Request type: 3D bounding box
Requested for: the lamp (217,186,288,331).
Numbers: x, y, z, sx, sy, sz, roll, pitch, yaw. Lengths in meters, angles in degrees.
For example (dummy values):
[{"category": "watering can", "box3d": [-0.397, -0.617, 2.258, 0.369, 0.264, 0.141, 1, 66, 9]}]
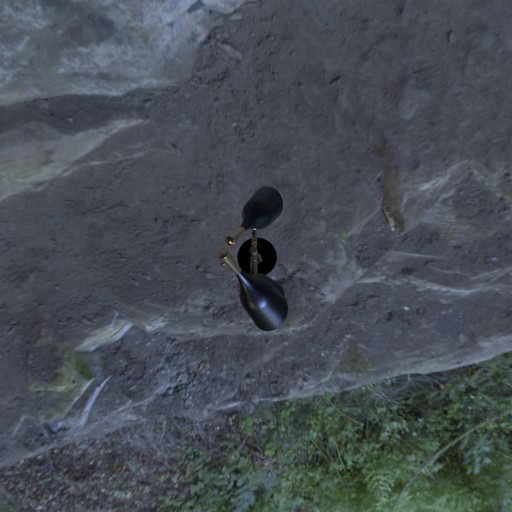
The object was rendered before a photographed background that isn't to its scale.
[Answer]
[{"category": "lamp", "box3d": [0.000, 0.000, 1.941, 0.253, 1.778, 0.434, 0, 89, 0]}]
